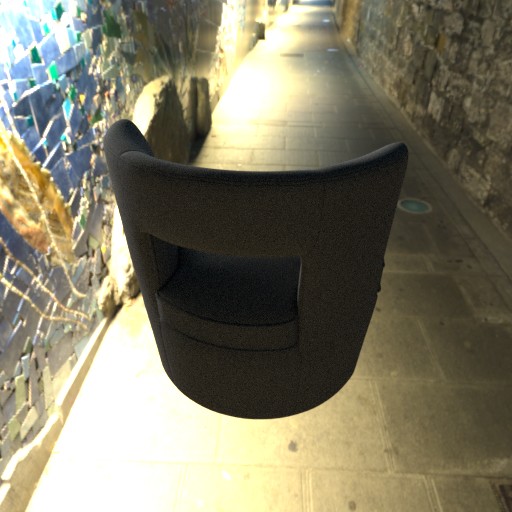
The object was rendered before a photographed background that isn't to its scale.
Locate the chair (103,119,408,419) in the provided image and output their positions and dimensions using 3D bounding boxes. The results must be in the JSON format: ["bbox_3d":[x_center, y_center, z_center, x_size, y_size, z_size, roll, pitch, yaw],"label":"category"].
[{"bbox_3d":[0.000,0.000,1.215,0.689,0.719,0.660,9,33,14],"label":"chair"}]
